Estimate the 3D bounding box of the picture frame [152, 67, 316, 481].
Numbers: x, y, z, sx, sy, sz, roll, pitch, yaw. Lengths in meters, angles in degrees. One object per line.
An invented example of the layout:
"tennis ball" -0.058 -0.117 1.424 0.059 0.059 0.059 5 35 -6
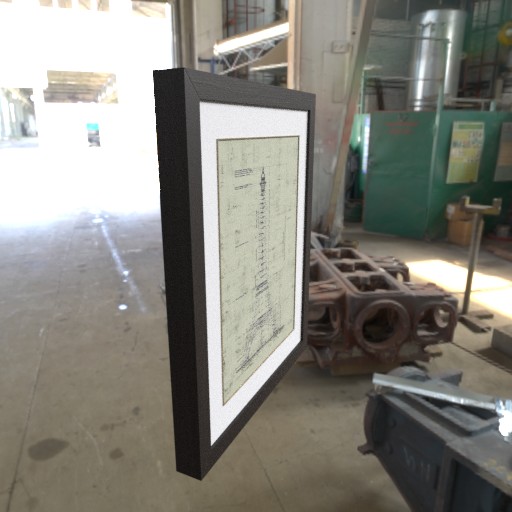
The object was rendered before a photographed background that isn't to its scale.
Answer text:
"picture frame" 0.000 0.000 0.769 0.044 0.555 0.452 8 18 25
